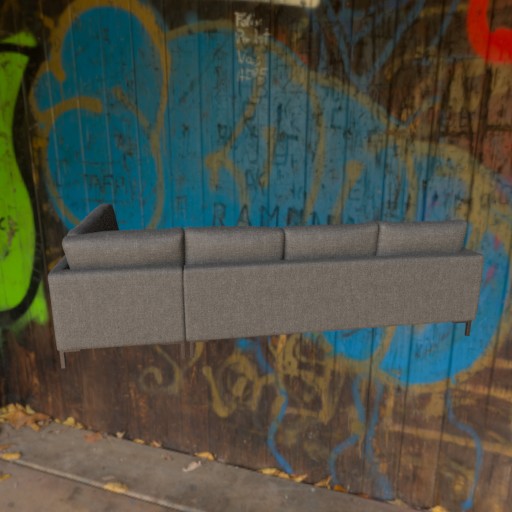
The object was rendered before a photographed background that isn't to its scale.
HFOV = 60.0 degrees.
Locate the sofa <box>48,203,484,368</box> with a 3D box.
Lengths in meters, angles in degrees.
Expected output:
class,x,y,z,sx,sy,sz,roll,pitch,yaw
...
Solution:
class,x,y,z,sx,sy,sz,roll,pitch,yaw
sofa,0.000,0.000,3.867,2.972,0.858,1.984,-2,15,-10
